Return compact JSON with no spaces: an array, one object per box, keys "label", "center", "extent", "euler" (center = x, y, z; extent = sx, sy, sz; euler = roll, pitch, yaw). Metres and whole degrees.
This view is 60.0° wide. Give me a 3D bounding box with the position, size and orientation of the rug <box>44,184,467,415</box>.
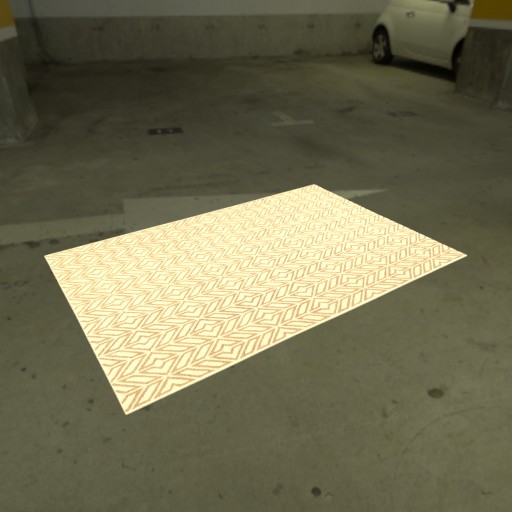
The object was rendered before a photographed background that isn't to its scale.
[{"label":"rug","center":[0.000,0.000,2.301],"extent":[1.828,0.007,1.220],"euler":[-19,35,-29]}]
